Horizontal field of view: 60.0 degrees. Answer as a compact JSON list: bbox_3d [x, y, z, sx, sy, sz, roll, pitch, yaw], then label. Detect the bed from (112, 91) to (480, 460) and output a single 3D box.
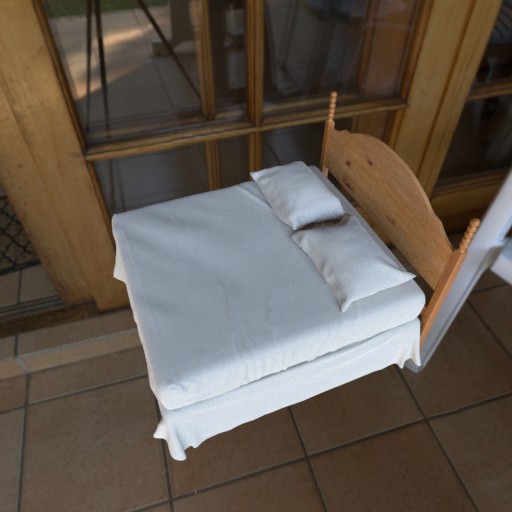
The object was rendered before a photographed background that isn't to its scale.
[{"bbox_3d":[0.000,0.000,3.171,2.040,1.356,1.873,-17,49,-15],"label":"bed"}]
